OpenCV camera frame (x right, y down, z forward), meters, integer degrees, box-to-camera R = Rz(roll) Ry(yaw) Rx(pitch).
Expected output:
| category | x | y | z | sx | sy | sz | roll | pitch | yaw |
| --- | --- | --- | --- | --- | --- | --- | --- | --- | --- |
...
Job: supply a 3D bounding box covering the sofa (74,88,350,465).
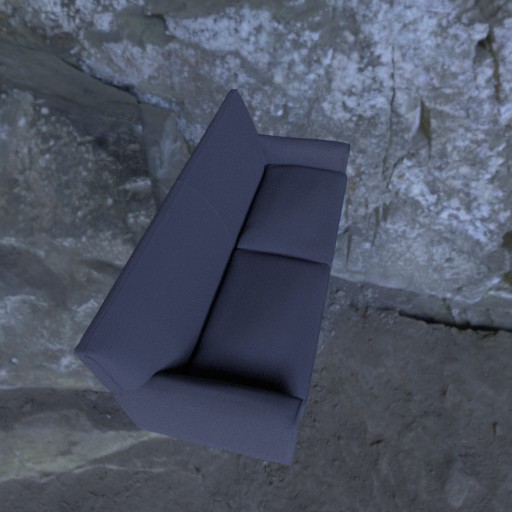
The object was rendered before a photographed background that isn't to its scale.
| category | x | y | z | sx | sy | sz | roll | pitch | yaw |
| --- | --- | --- | --- | --- | --- | --- | --- | --- | --- |
| sofa | 0.000 | 0.000 | 2.470 | 0.843 | 0.907 | 2.002 | 10 | 48 | 9 |
